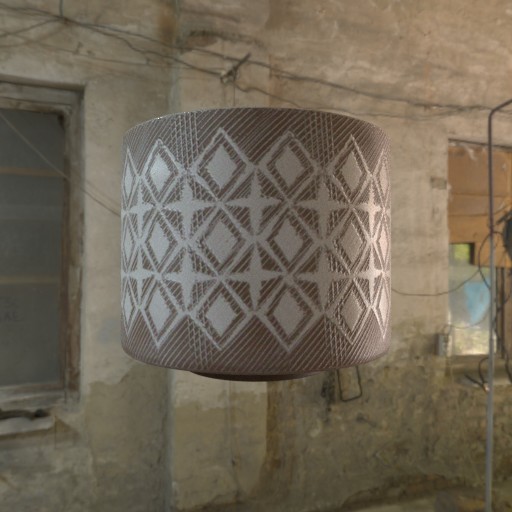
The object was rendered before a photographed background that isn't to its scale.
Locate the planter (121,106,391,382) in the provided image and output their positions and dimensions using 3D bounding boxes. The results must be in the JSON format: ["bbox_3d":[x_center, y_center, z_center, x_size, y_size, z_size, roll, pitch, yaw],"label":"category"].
[{"bbox_3d":[0.000,0.000,0.217,0.126,0.104,0.126,0,0,0],"label":"planter"}]
